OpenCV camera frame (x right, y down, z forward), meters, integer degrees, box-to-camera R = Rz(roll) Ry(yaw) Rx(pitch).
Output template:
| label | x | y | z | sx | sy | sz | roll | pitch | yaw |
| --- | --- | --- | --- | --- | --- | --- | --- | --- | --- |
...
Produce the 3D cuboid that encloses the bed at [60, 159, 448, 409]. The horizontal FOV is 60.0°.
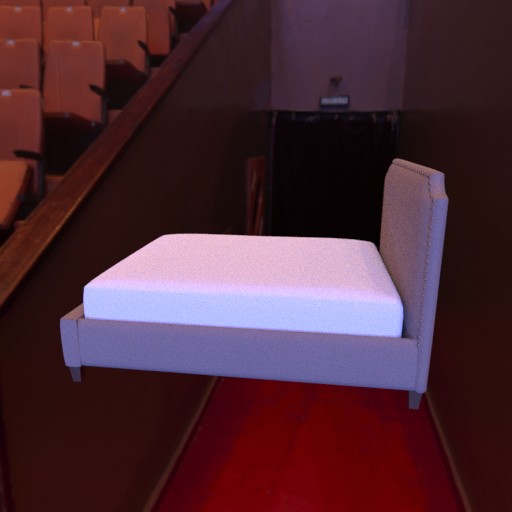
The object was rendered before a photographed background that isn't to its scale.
| label | x | y | z | sx | sy | sz | roll | pitch | yaw |
| --- | --- | --- | --- | --- | --- | --- | --- | --- | --- |
| bed | 0.000 | 0.000 | 3.476 | 2.372 | 1.443 | 1.713 | 2 | 15 | 8 |
